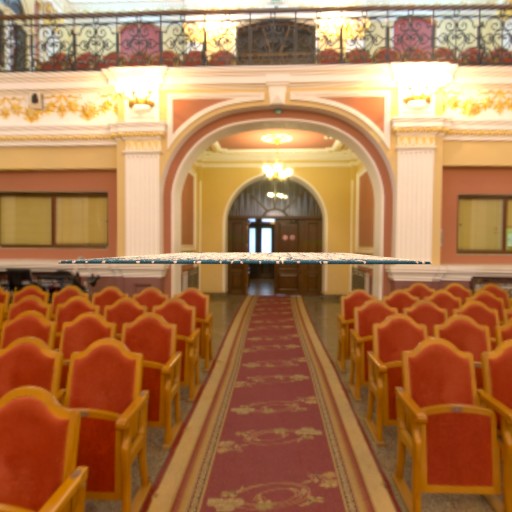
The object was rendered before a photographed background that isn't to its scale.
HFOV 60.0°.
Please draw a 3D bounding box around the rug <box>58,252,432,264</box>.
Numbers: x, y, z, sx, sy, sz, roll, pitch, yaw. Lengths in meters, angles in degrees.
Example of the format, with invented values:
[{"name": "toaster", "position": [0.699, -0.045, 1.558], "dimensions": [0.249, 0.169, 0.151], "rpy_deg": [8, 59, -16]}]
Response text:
[{"name": "rug", "position": [0.000, 0.000, 2.999], "dimensions": [1.517, 0.011, 2.435], "rpy_deg": [0, 1, 3]}]
